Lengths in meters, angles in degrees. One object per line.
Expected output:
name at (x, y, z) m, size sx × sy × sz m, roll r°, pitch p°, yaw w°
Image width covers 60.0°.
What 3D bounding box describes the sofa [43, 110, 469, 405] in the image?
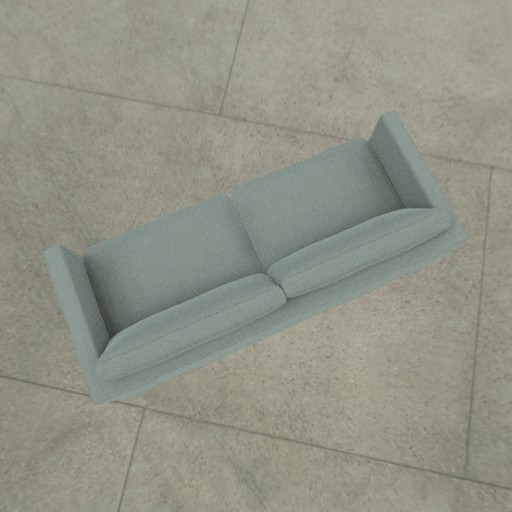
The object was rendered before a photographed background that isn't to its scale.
sofa at (0.000, 0.000, 2.818) m, size 2.312 × 0.853 × 0.962 m, roll -23°, pitch 77°, yaw -6°
